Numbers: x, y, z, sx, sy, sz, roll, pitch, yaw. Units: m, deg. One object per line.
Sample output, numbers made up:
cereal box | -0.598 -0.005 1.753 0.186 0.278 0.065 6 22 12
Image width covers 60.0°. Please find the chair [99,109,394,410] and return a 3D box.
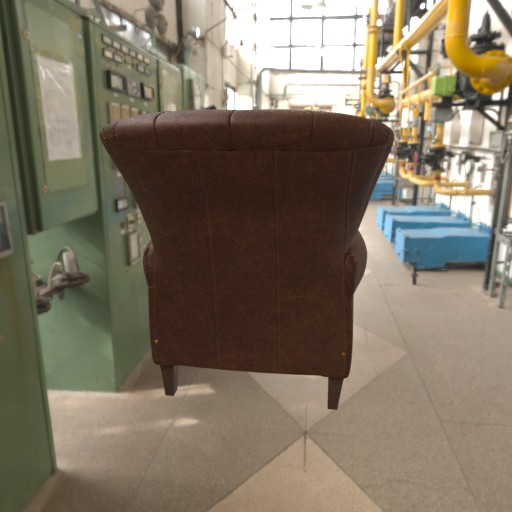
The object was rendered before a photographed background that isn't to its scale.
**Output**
chair | 0.000 0.000 1.921 0.979 1.162 1.031 2 15 8
